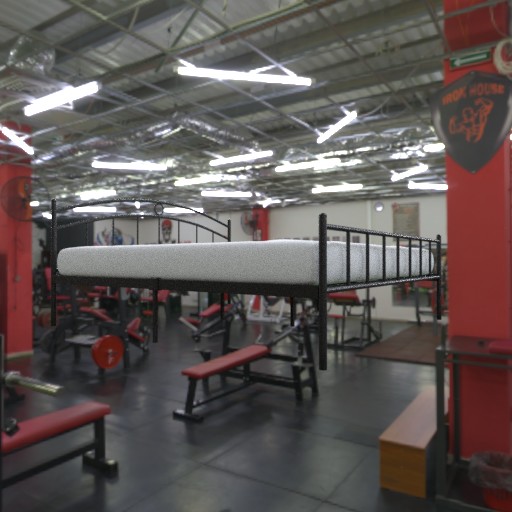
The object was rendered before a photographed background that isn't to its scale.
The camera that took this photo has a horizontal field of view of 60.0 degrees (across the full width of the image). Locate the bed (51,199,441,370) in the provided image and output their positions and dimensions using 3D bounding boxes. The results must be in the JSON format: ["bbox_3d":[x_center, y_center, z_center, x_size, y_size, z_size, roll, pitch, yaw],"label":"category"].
[{"bbox_3d":[0.000,0.000,3.127,2.040,0.940,1.880,0,-1,36],"label":"bed"}]
